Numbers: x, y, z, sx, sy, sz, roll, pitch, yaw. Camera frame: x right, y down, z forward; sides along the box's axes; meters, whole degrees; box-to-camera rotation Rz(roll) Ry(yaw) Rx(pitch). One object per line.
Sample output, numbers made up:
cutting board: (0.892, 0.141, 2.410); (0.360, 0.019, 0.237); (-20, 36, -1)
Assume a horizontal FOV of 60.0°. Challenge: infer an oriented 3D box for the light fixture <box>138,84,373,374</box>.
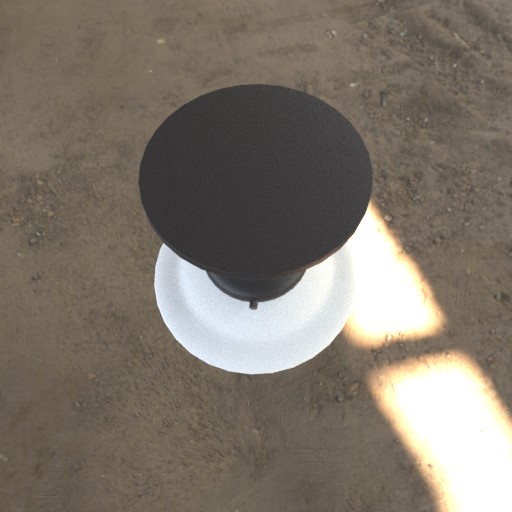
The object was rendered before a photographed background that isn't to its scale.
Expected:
light fixture: (0.000, 0.000, 0.400); (0.197, 0.254, 0.197); (0, 63, 0)
